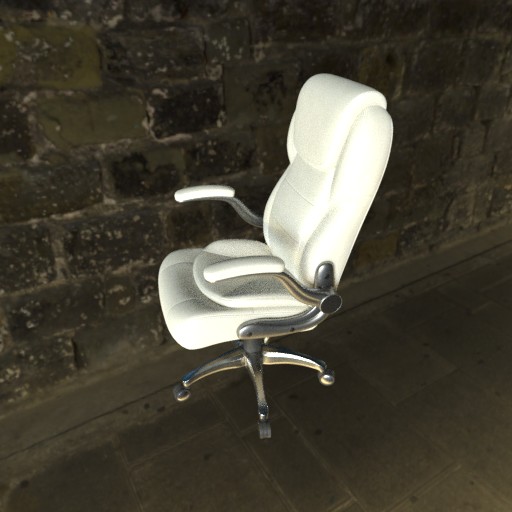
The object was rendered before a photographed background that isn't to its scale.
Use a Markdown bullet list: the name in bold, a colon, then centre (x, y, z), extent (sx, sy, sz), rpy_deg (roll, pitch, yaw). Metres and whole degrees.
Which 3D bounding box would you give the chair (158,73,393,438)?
- **chair**: centre (0.000, 0.000, 1.819), extent (0.806, 1.330, 0.755), rpy_deg (-9, 31, -15)
